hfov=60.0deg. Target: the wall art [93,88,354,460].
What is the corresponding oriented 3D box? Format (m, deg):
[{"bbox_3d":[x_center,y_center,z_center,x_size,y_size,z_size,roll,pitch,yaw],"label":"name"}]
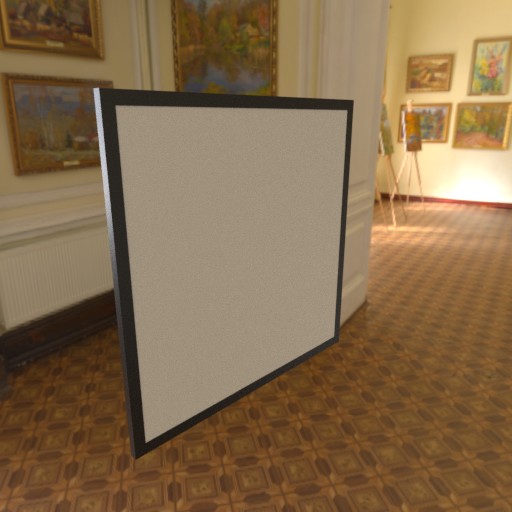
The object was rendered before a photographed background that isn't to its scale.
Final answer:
[{"bbox_3d":[0.000,0.000,1.185,0.807,0.807,0.022,-17,24,-42],"label":"wall art"}]
